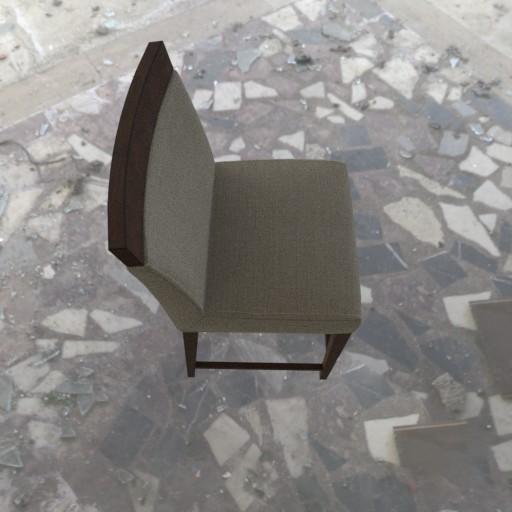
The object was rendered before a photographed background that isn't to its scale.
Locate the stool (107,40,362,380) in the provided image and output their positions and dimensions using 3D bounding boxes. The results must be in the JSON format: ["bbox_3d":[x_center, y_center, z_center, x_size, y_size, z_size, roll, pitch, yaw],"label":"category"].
[{"bbox_3d":[0.000,0.000,1.274,0.531,1.009,0.512,1,62,0],"label":"stool"}]
